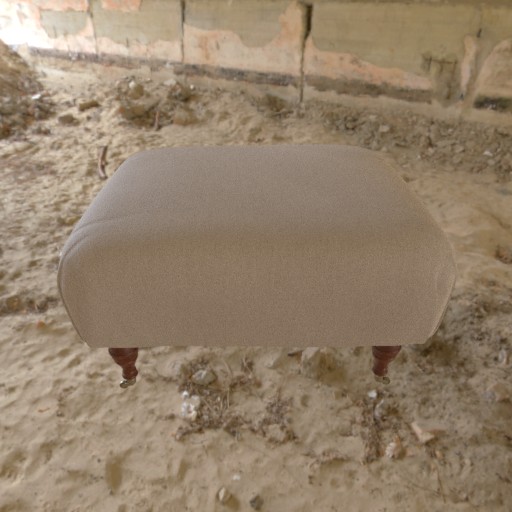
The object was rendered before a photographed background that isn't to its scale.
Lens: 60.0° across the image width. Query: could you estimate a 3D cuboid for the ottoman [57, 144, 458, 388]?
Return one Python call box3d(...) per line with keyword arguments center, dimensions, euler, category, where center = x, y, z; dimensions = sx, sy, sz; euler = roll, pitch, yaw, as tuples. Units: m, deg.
box3d(center=(0.000, 0.000, 1.089), dimensions=(0.746, 0.450, 0.622), euler=(-1, 31, -1), category="ottoman")
